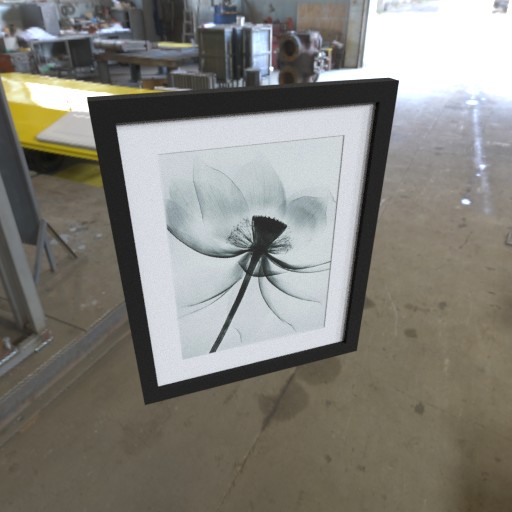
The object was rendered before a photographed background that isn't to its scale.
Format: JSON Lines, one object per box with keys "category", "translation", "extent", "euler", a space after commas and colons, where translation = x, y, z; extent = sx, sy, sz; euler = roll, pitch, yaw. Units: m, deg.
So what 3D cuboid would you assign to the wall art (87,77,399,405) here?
{"category": "wall art", "translation": [0.000, 0.000, 0.775], "extent": [0.457, 0.559, 0.029], "euler": [-10, 33, -16]}
